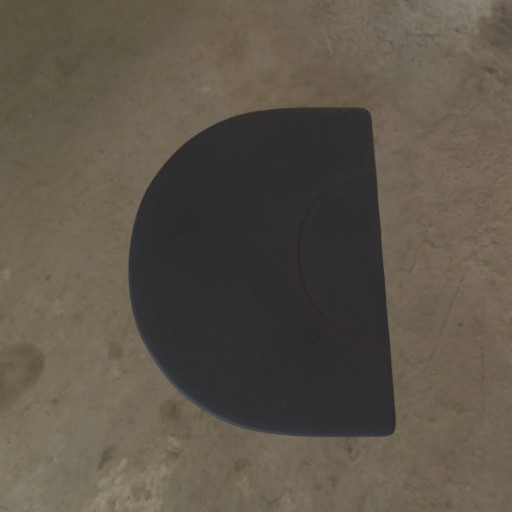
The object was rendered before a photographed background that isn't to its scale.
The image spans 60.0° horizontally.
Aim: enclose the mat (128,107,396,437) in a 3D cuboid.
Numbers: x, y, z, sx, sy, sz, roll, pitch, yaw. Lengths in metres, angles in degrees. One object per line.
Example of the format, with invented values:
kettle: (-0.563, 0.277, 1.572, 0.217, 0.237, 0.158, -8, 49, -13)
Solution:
mat: (0.000, 0.000, 1.596, 0.917, 0.016, 1.220, 0, 75, 0)
